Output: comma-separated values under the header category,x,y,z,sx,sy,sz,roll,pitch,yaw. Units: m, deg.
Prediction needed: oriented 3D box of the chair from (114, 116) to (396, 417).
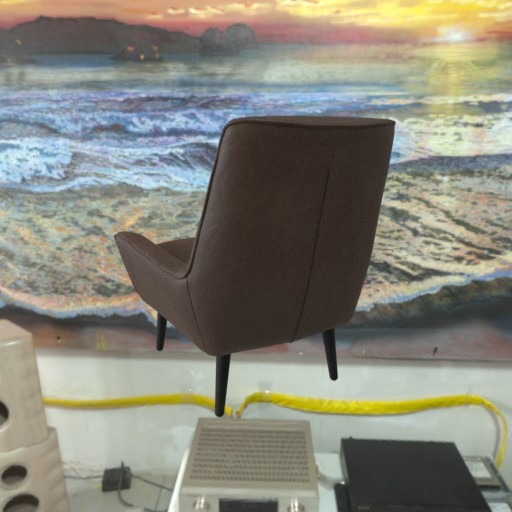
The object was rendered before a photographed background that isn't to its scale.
category,x,y,z,sx,sy,sz,roll,pitch,yaw
chair,0.000,0.000,1.505,0.787,0.888,0.824,-8,18,-27
